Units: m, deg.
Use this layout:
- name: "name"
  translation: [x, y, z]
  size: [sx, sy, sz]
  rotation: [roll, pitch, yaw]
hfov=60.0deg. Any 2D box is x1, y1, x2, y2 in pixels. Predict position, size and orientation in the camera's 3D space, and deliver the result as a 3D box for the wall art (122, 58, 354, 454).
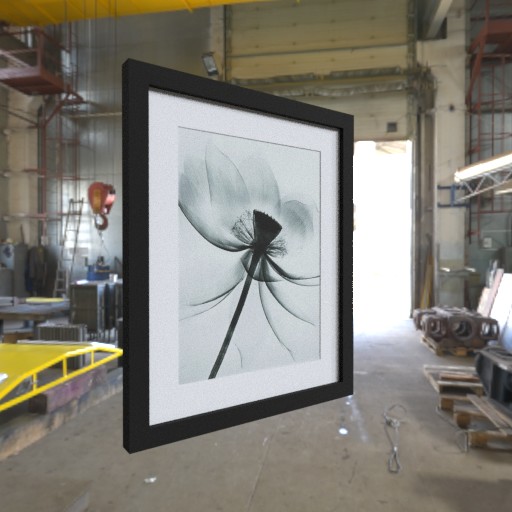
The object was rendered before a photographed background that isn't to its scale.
- name: "wall art"
  translation: [0.000, 0.000, 0.768]
  size: [0.457, 0.559, 0.029]
  rotation: [0, 1, -35]
